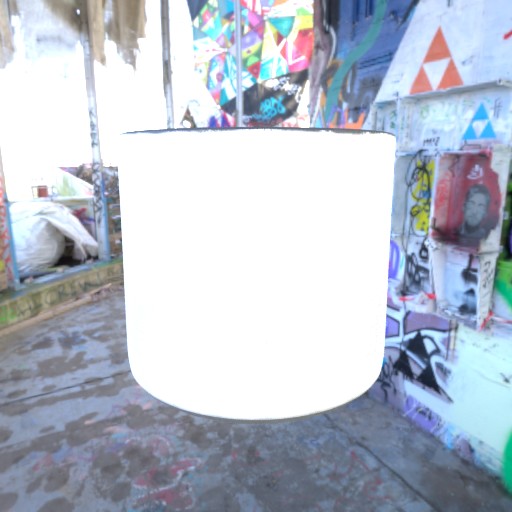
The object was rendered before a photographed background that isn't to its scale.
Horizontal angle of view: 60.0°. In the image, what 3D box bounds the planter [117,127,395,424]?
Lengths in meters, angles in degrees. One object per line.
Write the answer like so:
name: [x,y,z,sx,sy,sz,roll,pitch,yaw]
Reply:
planter: [0.000,0.000,0.381,0.221,0.201,0.221,0,13,0]
